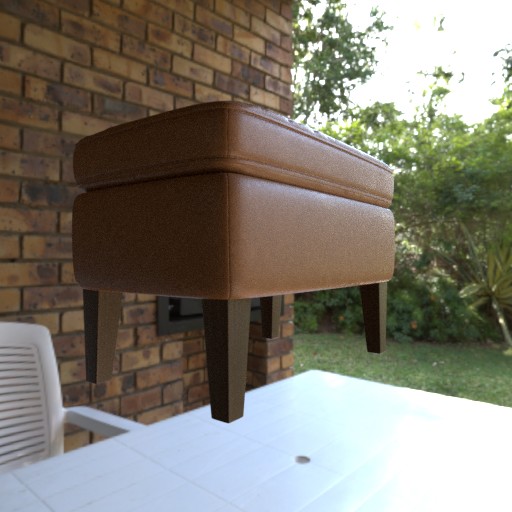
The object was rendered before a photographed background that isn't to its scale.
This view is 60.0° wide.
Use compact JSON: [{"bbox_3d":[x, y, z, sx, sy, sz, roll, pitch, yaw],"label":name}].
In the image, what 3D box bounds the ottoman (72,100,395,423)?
[{"bbox_3d":[0.000,0.000,0.965,0.420,0.480,0.670,0,0,37],"label":"ottoman"}]
